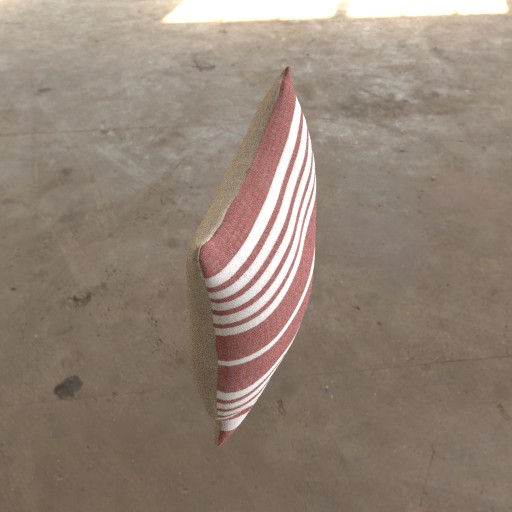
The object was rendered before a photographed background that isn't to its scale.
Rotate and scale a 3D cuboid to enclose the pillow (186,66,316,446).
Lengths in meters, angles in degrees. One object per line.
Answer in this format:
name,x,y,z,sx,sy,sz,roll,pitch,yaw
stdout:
pillow,0.000,0.000,0.688,0.182,0.427,0.439,10,47,10
